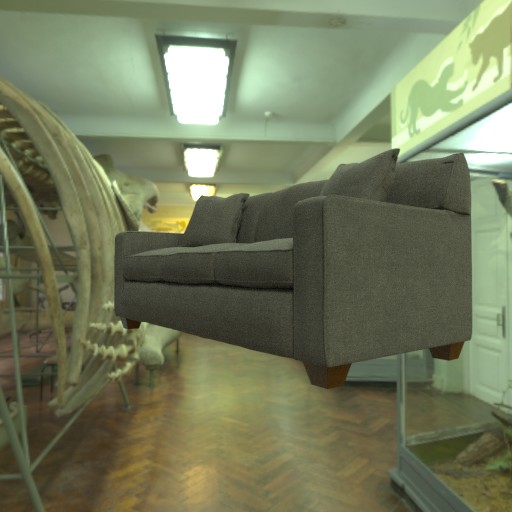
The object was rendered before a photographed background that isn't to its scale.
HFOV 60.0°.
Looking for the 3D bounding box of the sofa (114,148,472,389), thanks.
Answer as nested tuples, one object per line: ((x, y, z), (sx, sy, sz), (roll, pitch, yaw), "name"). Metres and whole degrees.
((0.000, 0.000, 2.520), (0.997, 0.958, 2.024), (1, -2, -37), "sofa")
